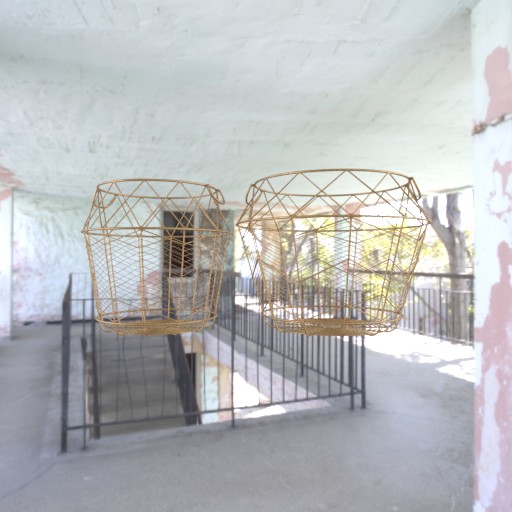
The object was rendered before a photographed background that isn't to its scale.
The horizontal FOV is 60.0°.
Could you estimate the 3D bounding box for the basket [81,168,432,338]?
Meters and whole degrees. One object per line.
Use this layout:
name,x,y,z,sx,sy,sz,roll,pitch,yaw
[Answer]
basket,0.000,0.000,1.053,0.805,0.343,0.451,0,0,-1
